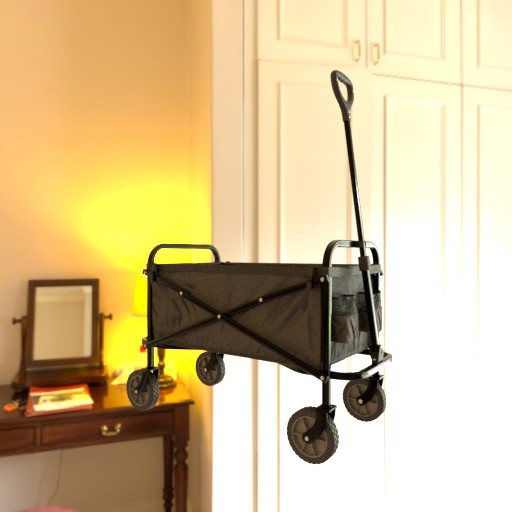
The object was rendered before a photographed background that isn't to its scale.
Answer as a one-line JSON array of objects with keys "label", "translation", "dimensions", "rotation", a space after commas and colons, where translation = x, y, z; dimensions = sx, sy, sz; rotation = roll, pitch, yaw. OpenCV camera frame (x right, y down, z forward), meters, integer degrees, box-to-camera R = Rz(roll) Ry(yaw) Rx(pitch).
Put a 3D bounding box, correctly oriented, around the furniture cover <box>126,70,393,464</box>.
[{"label": "furniture cover", "translation": [0.000, 0.000, 1.787], "dimensions": [1.038, 1.295, 0.532], "rotation": [0, 0, 36]}]
